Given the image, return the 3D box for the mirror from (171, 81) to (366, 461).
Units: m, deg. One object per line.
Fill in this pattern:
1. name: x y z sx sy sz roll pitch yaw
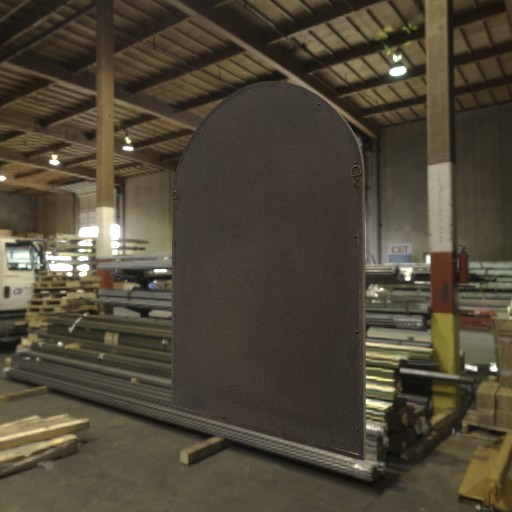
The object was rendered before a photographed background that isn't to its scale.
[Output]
1. mirror: 0.000 0.000 1.180 0.609 0.915 0.032 -1 -2 36
